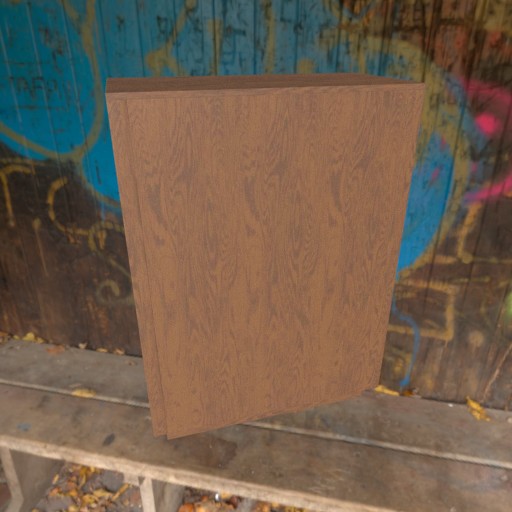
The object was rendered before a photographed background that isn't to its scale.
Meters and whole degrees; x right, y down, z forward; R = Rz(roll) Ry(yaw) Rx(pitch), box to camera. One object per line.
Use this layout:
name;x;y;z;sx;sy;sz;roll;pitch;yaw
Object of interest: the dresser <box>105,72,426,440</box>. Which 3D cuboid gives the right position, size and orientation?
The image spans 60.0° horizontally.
dresser;0.000;0.000;1.783;0.964;1.320;0.516;-7;27;-15
